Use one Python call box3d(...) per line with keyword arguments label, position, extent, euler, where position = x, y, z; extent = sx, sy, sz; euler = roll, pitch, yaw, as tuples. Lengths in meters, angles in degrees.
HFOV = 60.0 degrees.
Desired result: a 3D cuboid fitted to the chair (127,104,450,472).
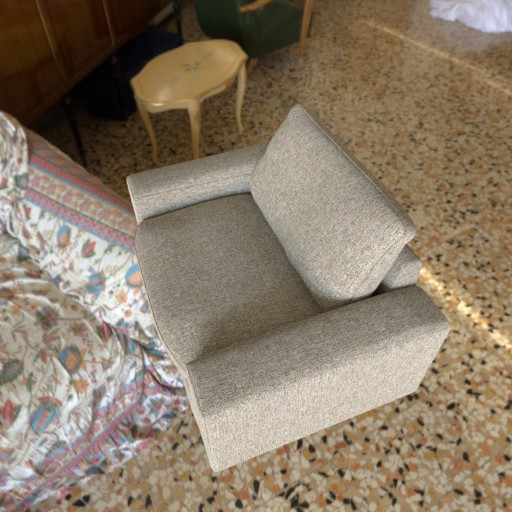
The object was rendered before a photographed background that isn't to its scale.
box3d(label="chair", position=(0.000, 0.000, 2.049), extent=(1.039, 0.915, 1.398), euler=(-16, 49, -15))
